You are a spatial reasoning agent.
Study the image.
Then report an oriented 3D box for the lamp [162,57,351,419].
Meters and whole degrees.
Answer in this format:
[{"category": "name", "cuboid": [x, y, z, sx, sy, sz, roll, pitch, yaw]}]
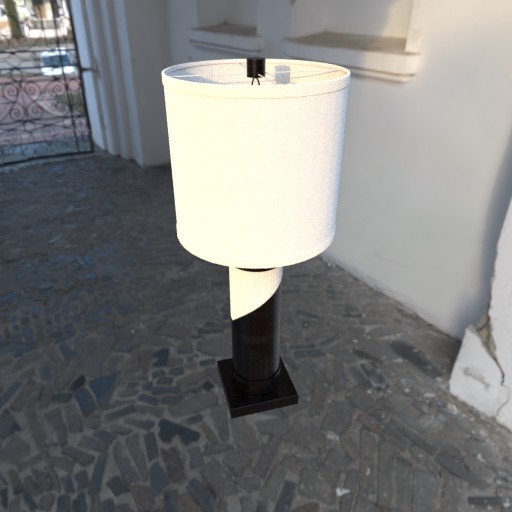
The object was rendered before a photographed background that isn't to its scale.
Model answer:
[{"category": "lamp", "cuboid": [0.000, 0.000, 0.622, 0.211, 0.509, 0.211, -8, 31, -13]}]
